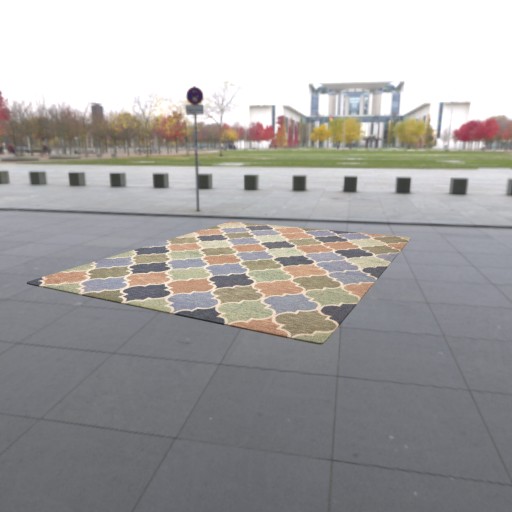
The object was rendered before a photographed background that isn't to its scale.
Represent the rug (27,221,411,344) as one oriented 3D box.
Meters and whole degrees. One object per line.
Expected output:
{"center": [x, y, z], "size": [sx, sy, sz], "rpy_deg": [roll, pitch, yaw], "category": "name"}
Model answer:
{"center": [0.000, 0.000, 4.317], "size": [2.439, 0.013, 3.200], "rpy_deg": [7, 16, 26], "category": "rug"}
